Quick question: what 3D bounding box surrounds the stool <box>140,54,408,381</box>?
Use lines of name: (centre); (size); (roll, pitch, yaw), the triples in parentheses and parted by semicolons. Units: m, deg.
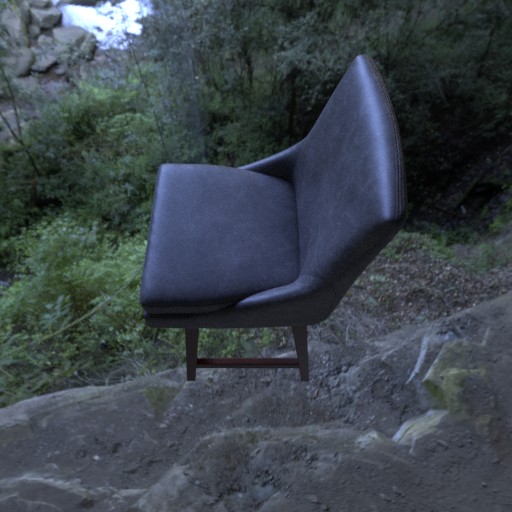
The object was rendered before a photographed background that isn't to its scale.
stool: (0.000, 0.000, 1.332); (0.587, 1.046, 0.492); (0, 60, 0)
